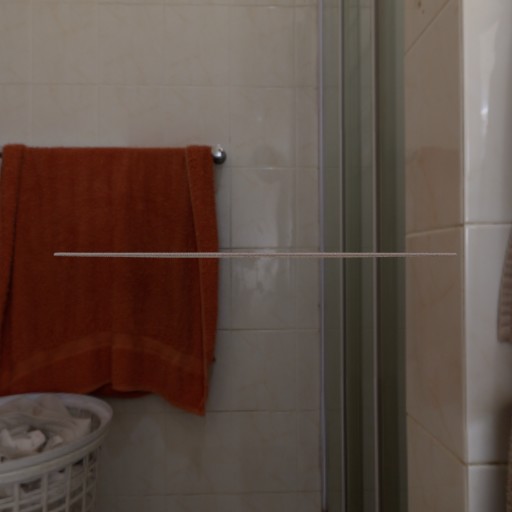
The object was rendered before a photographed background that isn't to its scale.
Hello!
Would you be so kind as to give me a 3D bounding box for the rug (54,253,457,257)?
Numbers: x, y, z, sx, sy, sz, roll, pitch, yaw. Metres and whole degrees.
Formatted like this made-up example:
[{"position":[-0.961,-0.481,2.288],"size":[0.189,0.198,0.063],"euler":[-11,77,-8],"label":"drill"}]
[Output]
[{"position":[0.000,0.000,2.880],"size":[1.600,0.013,2.260],"euler":[0,0,0],"label":"rug"}]
